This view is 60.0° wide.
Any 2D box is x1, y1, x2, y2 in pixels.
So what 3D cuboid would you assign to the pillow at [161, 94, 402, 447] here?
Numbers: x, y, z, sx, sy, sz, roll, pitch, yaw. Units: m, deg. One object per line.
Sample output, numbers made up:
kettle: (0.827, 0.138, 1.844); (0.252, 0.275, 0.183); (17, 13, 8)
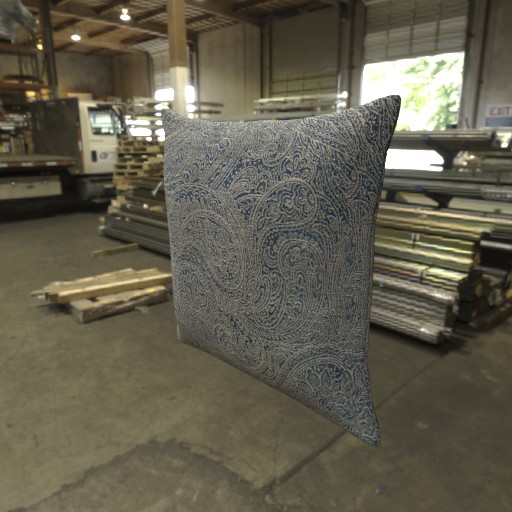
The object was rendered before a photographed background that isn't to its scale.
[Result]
pillow: (0.000, 0.000, 0.778); (0.166, 0.510, 0.523); (-15, 22, -42)
